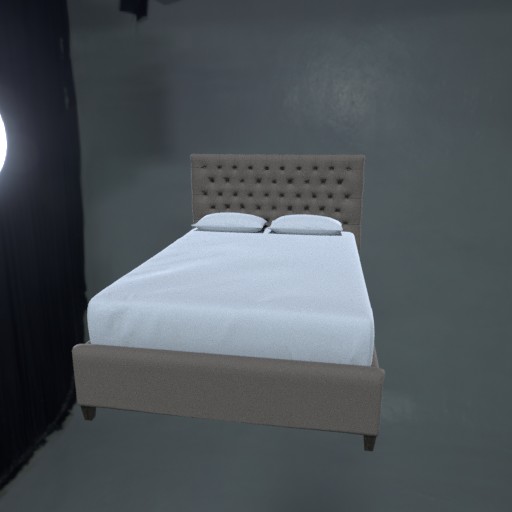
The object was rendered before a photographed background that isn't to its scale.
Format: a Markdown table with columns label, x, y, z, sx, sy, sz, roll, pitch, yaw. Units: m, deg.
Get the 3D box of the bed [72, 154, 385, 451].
| label | x | y | z | sx | sy | sz | roll | pitch | yaw |
| --- | --- | --- | --- | --- | --- | --- | --- | --- | --- |
| bed | 0.000 | 0.000 | 3.360 | 1.698 | 1.427 | 2.387 | 2 | 15 | 9 |
